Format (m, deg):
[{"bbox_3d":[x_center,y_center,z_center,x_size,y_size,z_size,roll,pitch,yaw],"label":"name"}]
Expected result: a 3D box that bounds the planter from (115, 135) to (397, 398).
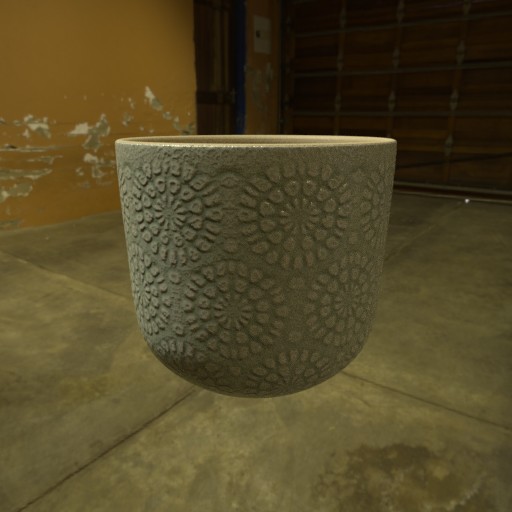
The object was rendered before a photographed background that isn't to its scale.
[{"bbox_3d":[0.000,0.000,0.299,0.169,0.153,0.169,0,17,0],"label":"planter"}]
